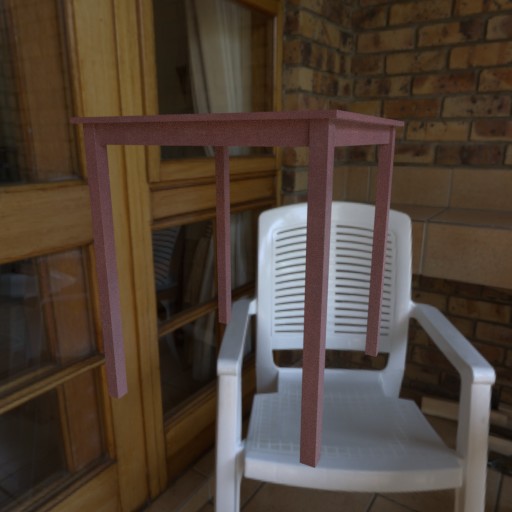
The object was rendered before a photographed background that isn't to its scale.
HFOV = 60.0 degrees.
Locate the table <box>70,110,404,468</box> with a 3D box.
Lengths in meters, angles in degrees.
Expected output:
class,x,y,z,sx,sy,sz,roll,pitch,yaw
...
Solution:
class,x,y,z,sx,sy,sz,roll,pitch,yaw
table,0.000,0.000,1.686,0.861,0.991,0.861,8,17,27
